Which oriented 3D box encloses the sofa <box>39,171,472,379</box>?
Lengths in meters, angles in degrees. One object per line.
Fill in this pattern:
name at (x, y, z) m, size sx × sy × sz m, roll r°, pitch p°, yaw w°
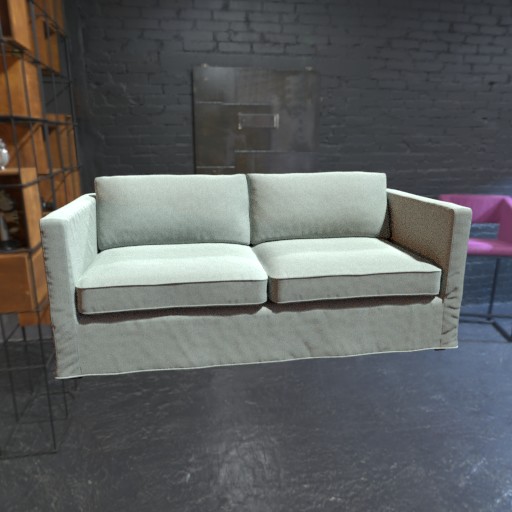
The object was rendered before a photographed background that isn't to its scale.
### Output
sofa at (0.000, 0.000, 2.462) m, size 1.987 × 0.870 × 0.940 m, roll -2°, pitch 15°, yaw -9°
